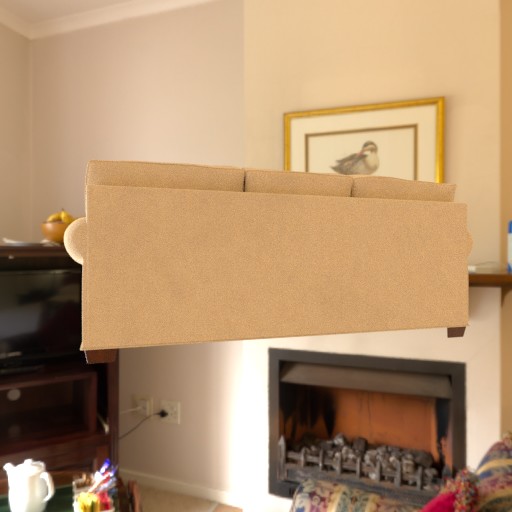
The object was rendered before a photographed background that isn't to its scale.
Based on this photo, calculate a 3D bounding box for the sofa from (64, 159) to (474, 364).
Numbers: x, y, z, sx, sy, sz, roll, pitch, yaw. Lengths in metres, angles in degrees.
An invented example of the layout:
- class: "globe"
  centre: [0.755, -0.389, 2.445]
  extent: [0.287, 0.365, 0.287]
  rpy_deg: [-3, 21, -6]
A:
- class: "sofa"
  centre: [0.000, 0.000, 2.320]
  extent: [1.770, 0.734, 1.226]
  rpy_deg: [0, 0, -19]
